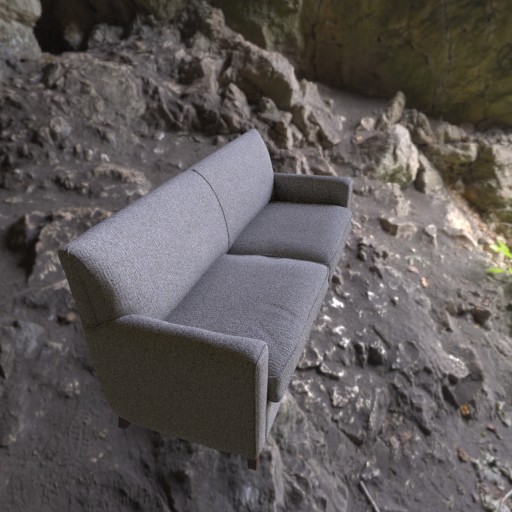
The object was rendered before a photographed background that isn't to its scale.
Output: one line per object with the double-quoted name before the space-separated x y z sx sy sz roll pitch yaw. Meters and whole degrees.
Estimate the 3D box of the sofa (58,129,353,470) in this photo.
"sofa" 0.000 0.000 2.500 0.854 0.942 2.026 10 30 17
